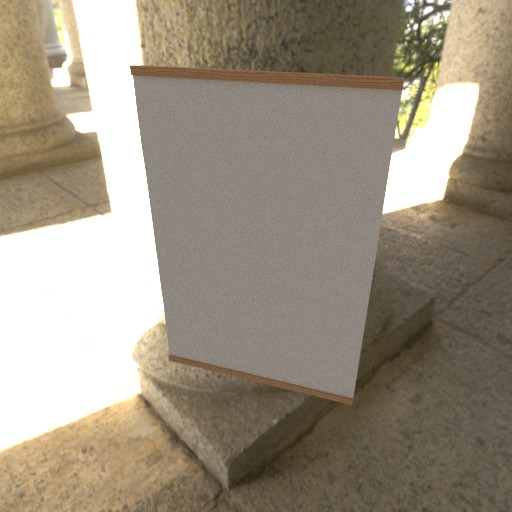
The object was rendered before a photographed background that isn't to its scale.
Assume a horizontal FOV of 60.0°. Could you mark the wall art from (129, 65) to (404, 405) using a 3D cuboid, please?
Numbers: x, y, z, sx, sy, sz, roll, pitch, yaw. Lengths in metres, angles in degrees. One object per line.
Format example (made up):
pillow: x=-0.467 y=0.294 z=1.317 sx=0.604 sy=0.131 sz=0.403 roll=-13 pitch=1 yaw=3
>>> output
wall art: x=0.000 y=0.000 z=1.958 sx=1.011 sy=1.521 sz=0.025 roll=9 pitch=32 yaw=15
